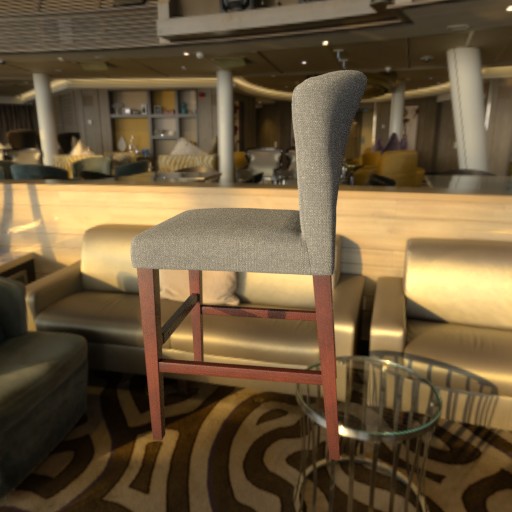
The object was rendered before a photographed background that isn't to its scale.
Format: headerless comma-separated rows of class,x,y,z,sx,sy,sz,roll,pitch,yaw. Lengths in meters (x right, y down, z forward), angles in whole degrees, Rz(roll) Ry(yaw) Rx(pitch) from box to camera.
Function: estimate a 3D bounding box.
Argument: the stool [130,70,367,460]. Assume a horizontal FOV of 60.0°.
stool,0.000,0.000,1.282,0.568,0.968,0.479,2,15,9
